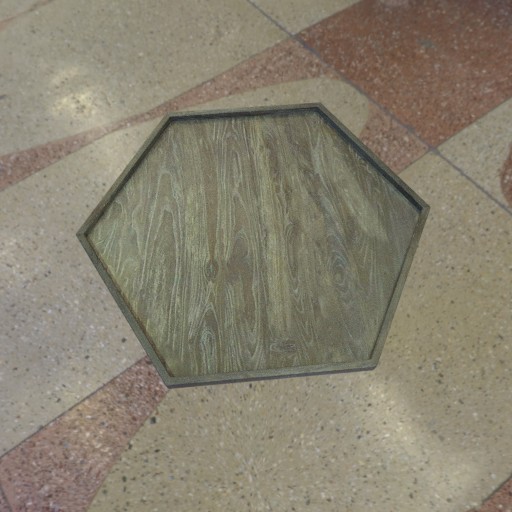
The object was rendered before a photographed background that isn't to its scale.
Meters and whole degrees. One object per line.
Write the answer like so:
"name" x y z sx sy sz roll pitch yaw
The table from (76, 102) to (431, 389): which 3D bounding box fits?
"table" 0.000 0.000 1.602 0.966 0.488 1.115 -32 67 -15
